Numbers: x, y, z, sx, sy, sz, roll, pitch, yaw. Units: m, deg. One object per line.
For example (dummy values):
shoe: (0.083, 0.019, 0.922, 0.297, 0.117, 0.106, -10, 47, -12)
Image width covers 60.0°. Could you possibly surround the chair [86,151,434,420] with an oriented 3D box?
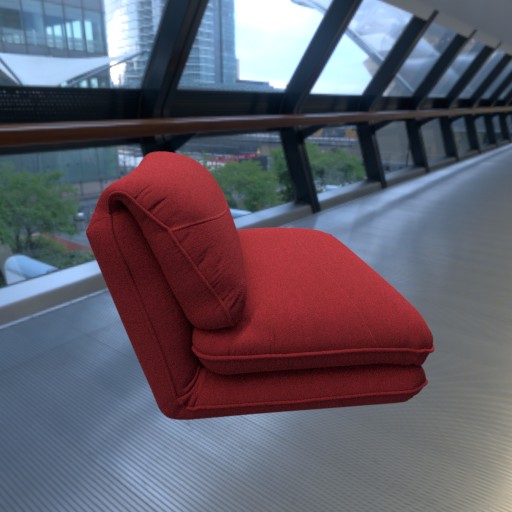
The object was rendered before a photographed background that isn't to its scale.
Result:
chair: (0.000, 0.000, 1.332, 0.780, 0.580, 0.820, -2, 18, -7)
